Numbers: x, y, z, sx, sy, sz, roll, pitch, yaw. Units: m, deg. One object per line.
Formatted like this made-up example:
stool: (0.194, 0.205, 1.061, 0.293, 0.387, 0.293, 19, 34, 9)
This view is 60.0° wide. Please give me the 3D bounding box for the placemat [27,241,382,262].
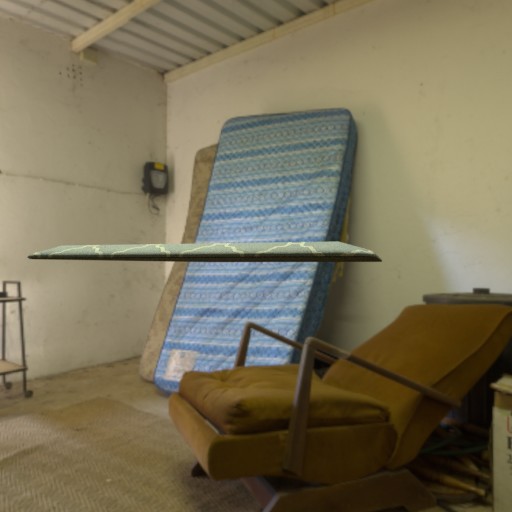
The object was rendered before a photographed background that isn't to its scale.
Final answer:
placemat: (0.000, 0.000, 0.941, 0.508, 0.021, 0.762, 0, -1, 17)
